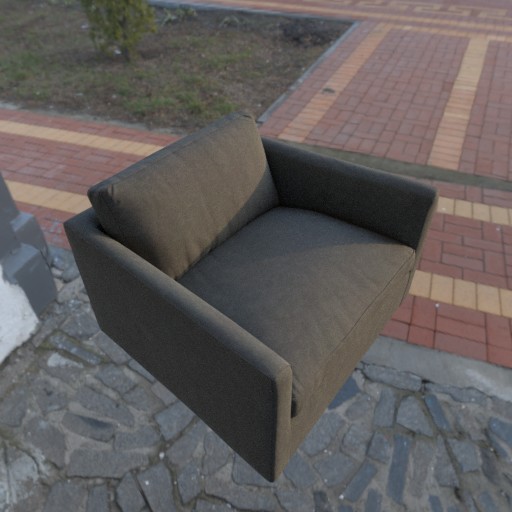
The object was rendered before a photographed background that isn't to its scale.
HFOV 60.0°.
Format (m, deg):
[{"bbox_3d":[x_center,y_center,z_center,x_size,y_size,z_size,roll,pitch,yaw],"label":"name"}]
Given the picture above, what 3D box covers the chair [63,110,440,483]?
[{"bbox_3d":[0.000,0.000,1.892,1.091,0.845,1.190,27,47,28],"label":"chair"}]
